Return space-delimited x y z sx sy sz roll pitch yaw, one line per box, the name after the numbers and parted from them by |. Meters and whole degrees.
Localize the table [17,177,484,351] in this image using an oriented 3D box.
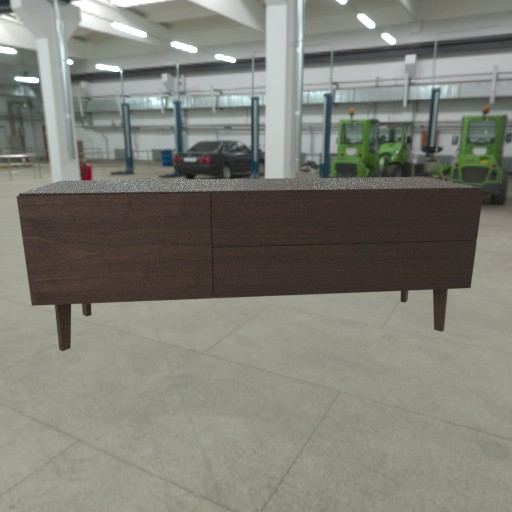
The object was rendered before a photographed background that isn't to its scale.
0.000 0.000 1.576 1.397 0.508 0.405 -2 15 -6 | table
